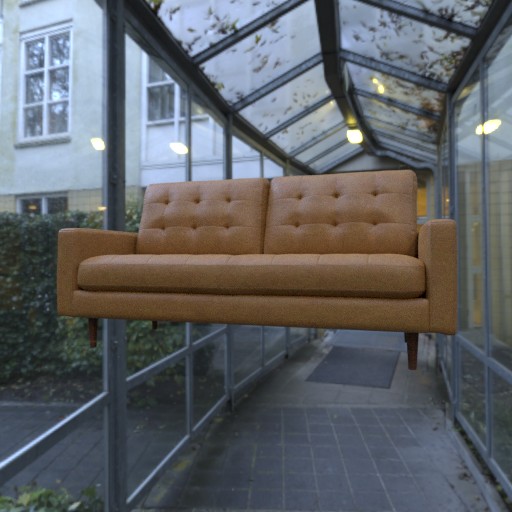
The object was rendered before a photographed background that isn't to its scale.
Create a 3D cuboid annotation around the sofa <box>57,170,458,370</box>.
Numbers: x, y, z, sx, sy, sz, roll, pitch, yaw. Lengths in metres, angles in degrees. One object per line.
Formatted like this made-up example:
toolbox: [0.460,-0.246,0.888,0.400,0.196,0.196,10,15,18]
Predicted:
sofa: [0.000,0.000,2.269,1.821,0.898,0.850,0,0,17]
